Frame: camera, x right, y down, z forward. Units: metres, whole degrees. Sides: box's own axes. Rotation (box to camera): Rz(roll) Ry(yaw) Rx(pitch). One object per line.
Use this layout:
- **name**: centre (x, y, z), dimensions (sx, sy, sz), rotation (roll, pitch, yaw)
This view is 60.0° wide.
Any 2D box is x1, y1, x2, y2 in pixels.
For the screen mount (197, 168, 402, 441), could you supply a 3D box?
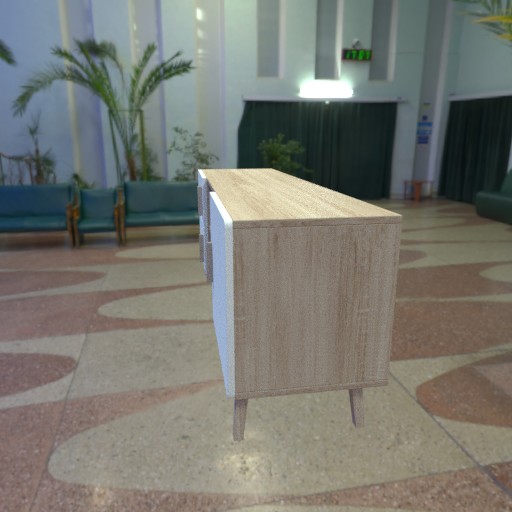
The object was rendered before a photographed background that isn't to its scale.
- **screen mount**: centre (0.000, 0.000, 1.747), dimensions (0.420, 0.570, 1.500), rotation (-2, 15, -9)
